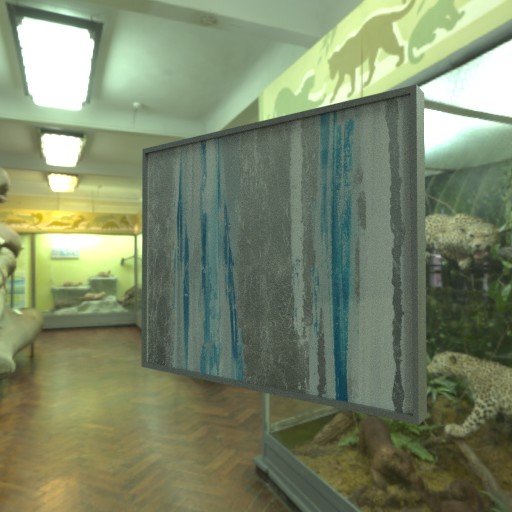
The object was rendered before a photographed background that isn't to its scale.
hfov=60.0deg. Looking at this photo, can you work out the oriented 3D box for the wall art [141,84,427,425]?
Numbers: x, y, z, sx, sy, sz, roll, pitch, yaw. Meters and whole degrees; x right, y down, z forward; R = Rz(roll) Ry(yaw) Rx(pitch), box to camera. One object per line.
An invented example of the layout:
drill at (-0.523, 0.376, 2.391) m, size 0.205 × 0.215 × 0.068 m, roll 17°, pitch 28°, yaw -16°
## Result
wall art at (0.000, 0.000, 0.766) m, size 0.557 × 0.450 × 0.037 m, roll -1°, pitch -1°, yaw 36°
